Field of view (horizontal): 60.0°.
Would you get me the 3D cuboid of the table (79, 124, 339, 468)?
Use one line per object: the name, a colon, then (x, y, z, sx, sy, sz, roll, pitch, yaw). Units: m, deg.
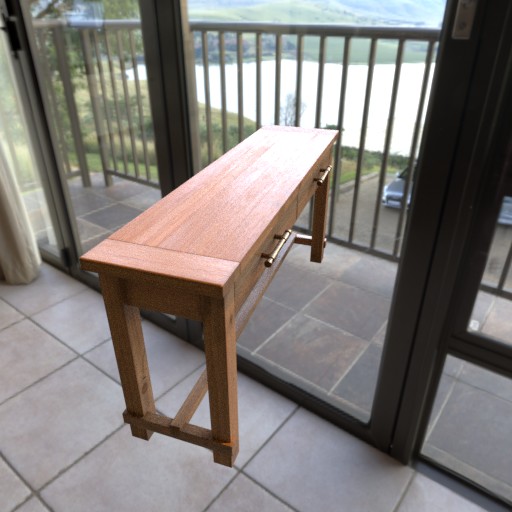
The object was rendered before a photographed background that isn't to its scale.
table: (0.000, 0.000, 1.954, 0.442, 0.762, 1.599, 10, 31, 17)
